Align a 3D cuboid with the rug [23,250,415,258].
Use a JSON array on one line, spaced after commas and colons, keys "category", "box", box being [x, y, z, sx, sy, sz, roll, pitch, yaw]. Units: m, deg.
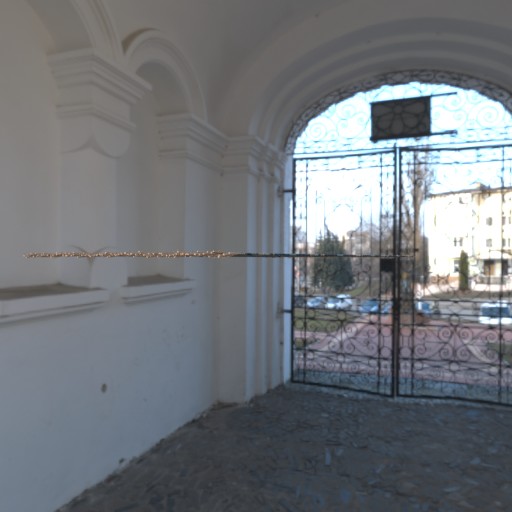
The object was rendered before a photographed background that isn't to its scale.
[{"category": "rug", "box": [0.000, 0.000, 2.403, 1.181, 0.028, 1.936, 0, 0, 35]}]
